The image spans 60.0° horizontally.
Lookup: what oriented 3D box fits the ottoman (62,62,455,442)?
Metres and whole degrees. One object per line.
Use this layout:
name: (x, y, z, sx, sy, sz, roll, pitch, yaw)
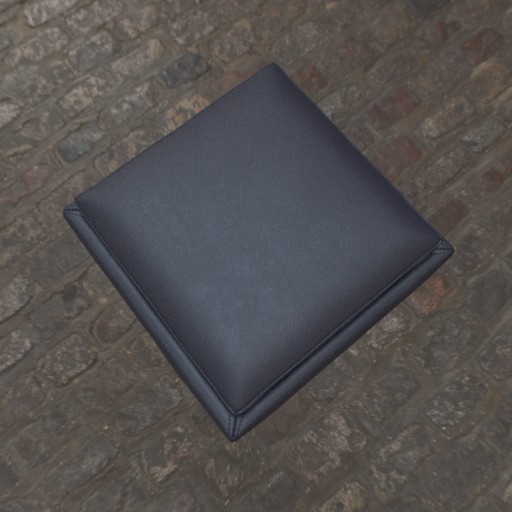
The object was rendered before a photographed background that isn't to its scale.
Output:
ottoman: (0.000, 0.000, 0.827, 0.450, 0.460, 0.451, -38, 78, -9)
